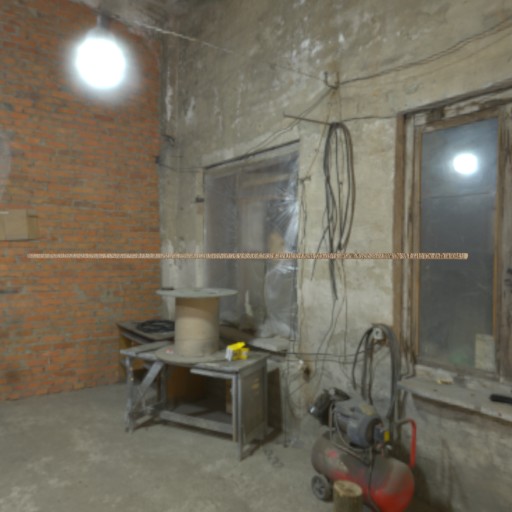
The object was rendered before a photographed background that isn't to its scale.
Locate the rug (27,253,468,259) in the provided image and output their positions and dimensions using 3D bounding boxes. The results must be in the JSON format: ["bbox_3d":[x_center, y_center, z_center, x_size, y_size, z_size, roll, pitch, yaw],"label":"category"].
[{"bbox_3d":[0.000,0.000,2.939,2.349,0.026,1.500,0,0,17],"label":"rug"}]
